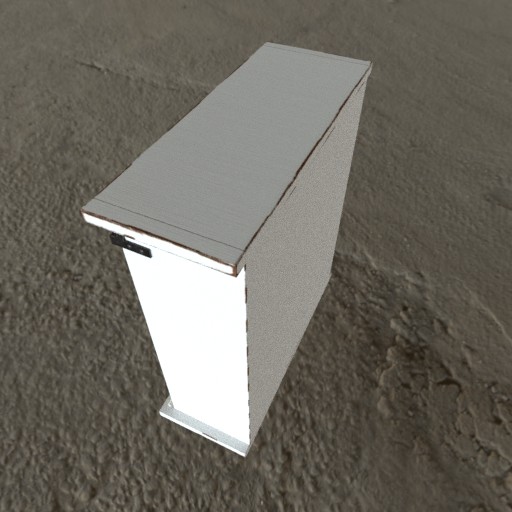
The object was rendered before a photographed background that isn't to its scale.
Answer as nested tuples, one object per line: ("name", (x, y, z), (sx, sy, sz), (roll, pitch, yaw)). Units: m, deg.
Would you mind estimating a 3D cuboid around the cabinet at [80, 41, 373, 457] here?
("cabinet", (0.000, 0.000, 0.888), (0.210, 0.603, 0.541), (19, 51, 17))
